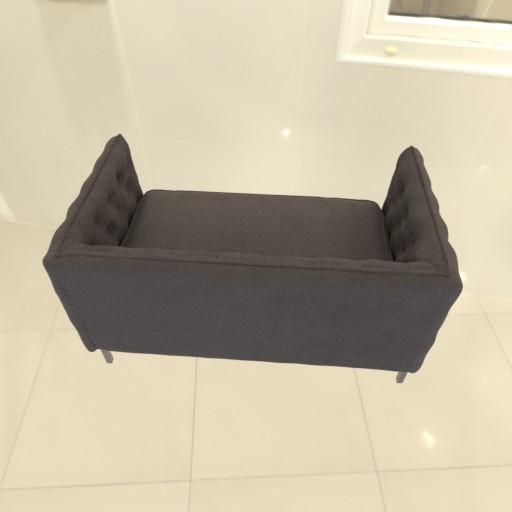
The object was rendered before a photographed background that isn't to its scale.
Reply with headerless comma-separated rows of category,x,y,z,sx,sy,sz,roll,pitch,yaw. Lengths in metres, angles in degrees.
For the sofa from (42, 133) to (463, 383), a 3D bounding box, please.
sofa,0.000,0.000,2.175,1.583,0.810,0.909,3,47,3
